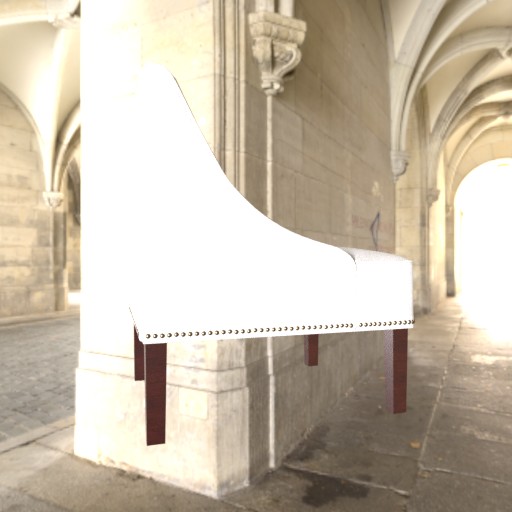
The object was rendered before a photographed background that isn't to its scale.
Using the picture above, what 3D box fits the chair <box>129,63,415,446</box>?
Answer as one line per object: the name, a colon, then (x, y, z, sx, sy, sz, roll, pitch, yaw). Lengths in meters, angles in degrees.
chair: (0.000, 0.000, 1.393, 0.748, 0.872, 0.628, 0, 0, -18)
